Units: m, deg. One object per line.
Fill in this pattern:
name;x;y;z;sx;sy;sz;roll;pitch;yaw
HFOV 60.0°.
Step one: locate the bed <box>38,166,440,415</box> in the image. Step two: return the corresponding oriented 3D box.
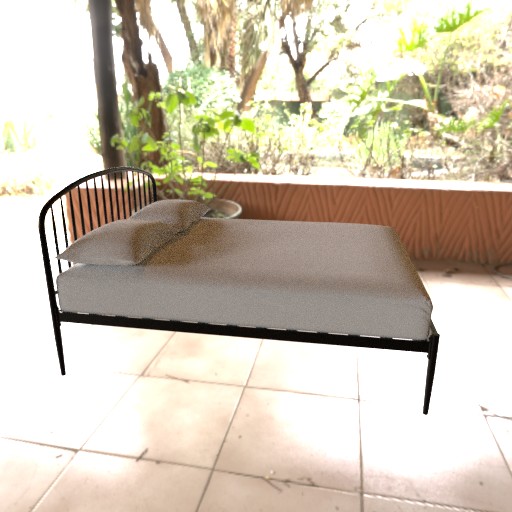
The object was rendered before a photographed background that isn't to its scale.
bed;0.000;0.000;3.110;2.159;1.166;1.618;3;17;10
